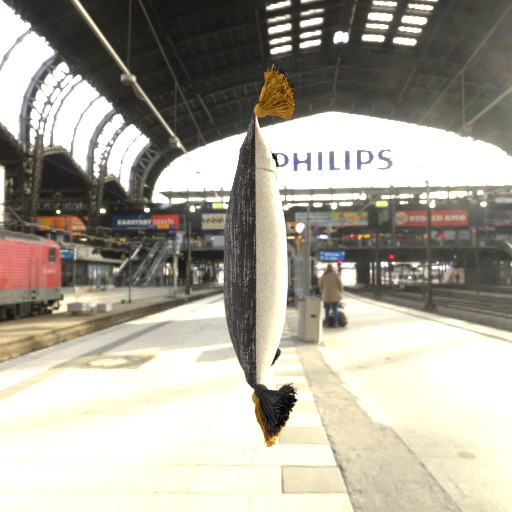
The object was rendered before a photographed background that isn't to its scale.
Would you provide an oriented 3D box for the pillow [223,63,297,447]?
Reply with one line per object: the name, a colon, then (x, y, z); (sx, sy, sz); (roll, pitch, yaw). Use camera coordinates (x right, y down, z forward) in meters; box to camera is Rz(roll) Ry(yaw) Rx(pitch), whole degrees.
pillow: (0.000, 0.000, 0.996); (0.139, 0.659, 0.654); (0, -2, 0)
